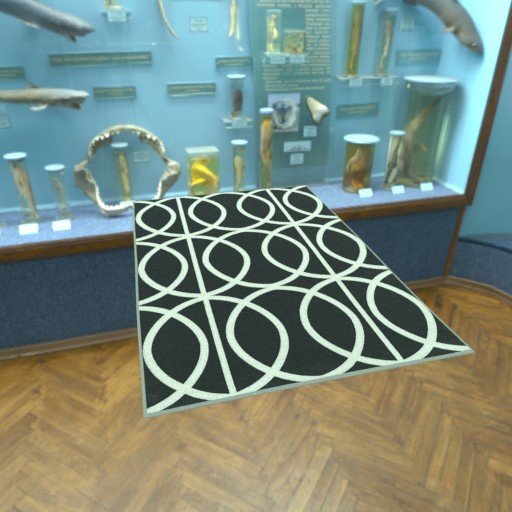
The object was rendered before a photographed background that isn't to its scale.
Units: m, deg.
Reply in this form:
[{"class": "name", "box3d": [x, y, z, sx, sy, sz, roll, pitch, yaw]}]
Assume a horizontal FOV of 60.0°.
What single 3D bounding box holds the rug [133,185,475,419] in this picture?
[{"class": "rug", "box3d": [0.000, 0.000, 2.868, 1.526, 0.014, 2.290, -7, 30, -13]}]
